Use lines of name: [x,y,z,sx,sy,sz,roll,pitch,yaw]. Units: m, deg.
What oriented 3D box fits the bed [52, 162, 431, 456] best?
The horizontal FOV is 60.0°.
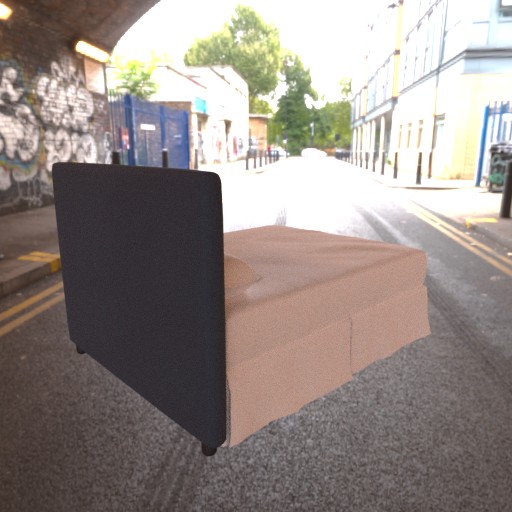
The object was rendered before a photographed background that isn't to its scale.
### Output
bed: [0.000,0.000,3.154,2.162,1.330,1.713,-13,19,-42]
